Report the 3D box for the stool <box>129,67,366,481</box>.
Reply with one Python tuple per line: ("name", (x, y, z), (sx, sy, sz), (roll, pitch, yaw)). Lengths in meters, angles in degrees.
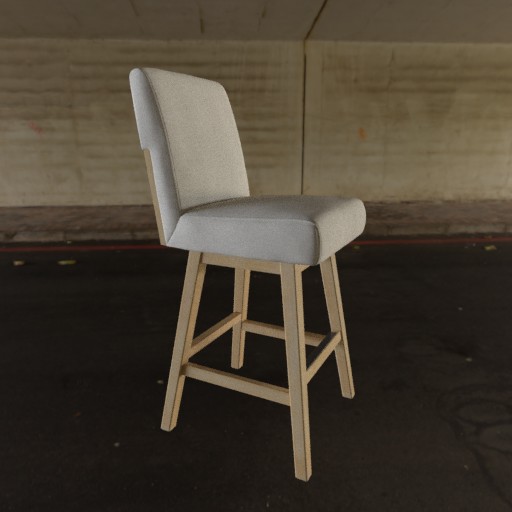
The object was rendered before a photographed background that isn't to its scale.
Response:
("stool", (0.000, 0.000, 1.289), (0.543, 1.015, 0.446), (7, 16, 26))
